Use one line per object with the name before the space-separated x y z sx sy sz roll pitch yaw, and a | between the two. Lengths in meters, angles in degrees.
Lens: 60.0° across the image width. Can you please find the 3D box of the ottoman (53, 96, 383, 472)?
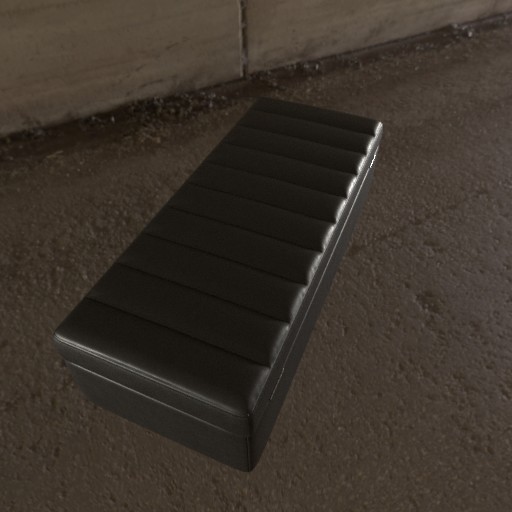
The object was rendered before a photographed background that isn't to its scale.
ottoman | 0.000 0.000 1.376 0.482 0.469 1.151 17 49 16
